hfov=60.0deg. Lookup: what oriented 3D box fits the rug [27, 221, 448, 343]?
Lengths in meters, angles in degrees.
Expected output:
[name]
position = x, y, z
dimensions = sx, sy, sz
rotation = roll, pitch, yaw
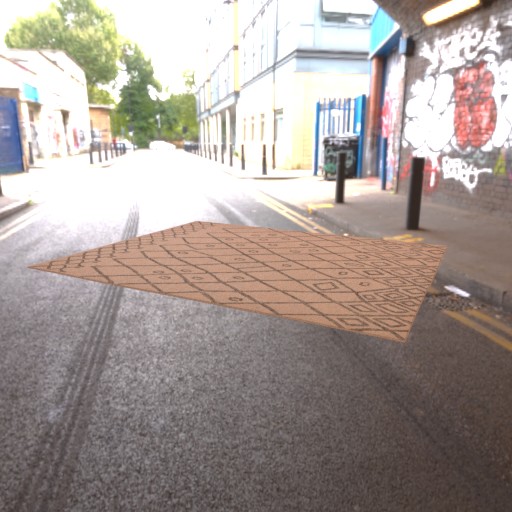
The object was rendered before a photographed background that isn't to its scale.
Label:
[rug]
position = 0.000, 0.000, 4.054
dimensions = 3.046, 0.015, 2.446
rotation = 8, 16, 27
